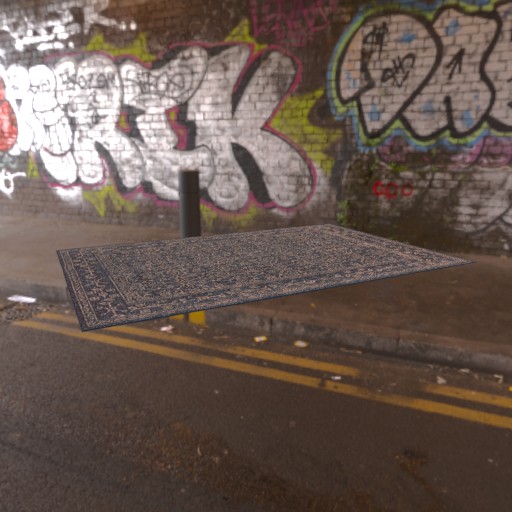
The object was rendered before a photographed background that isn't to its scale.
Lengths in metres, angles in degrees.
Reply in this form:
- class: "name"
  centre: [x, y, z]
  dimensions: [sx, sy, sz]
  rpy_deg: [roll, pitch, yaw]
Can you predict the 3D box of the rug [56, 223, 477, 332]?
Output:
- class: "rug"
  centre: [0.000, 0.000, 2.284]
  dimensions: [1.819, 0.005, 1.200]
  rpy_deg: [-7, 16, -26]
